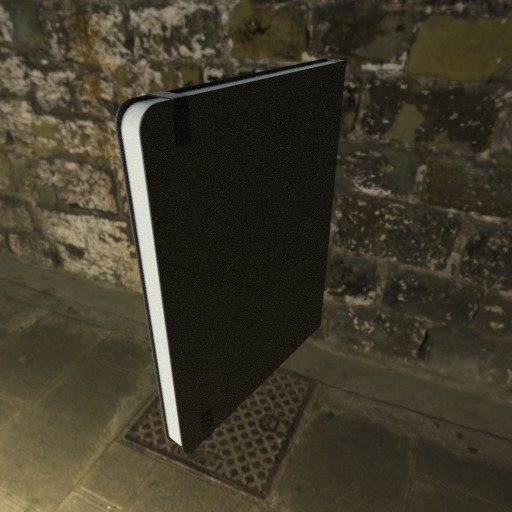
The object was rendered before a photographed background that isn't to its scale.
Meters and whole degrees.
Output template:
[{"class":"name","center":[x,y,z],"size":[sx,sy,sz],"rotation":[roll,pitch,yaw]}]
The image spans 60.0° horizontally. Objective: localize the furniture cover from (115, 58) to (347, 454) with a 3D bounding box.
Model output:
[{"class":"furniture cover","center":[0.000,0.000,0.368],"size":[0.023,0.281,0.216],"rotation":[22,37,32]}]
